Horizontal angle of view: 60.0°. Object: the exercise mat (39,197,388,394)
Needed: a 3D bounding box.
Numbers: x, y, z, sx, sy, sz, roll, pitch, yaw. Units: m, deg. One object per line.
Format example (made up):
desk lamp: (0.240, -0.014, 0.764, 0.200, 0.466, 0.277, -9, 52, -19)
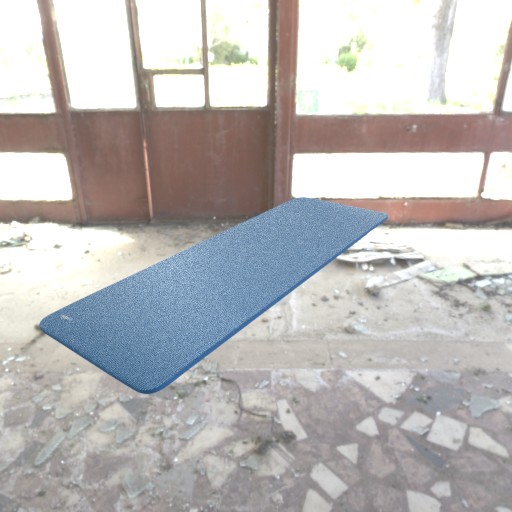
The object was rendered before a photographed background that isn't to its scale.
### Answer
exercise mat: (0.000, 0.000, 2.095, 0.616, 0.021, 1.869, 17, 30, 32)
